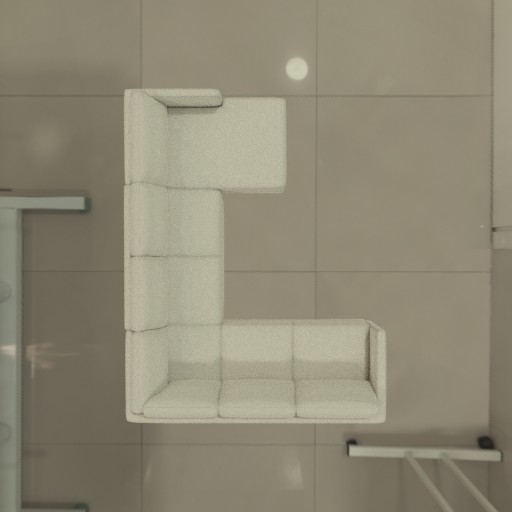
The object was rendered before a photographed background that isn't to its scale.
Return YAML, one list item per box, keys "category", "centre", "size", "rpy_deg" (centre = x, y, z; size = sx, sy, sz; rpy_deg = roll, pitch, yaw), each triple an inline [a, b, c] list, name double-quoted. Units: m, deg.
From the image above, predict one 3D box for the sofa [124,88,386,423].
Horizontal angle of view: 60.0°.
- category: "sofa"
  centre: [0.000, 0.000, 4.515]
  size: [2.551, 0.853, 3.238]
  rpy_deg: [0, 91, 0]
